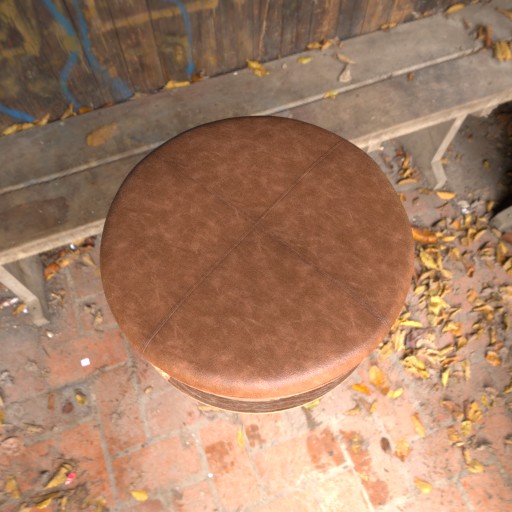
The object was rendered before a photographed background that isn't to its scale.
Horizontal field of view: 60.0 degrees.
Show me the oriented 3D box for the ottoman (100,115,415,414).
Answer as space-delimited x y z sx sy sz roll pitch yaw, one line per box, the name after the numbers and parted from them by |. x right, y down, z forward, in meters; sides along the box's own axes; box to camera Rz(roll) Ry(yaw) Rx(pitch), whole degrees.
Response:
0.000 0.000 1.552 1.006 0.445 1.006 0 63 0 | ottoman
